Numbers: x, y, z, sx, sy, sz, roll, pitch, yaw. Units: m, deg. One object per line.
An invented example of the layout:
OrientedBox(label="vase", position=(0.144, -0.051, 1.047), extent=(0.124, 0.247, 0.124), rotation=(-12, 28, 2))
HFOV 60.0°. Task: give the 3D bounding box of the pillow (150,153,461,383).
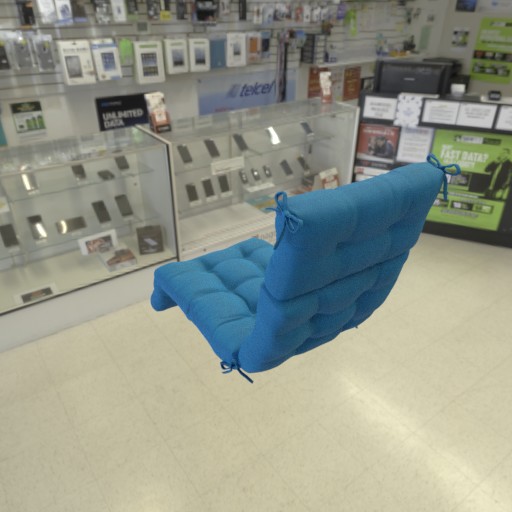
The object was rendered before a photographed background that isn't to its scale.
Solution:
OrientedBox(label="pillow", position=(0.000, 0.000, 1.499), extent=(0.526, 0.863, 1.016), rotation=(-19, 35, -28))
